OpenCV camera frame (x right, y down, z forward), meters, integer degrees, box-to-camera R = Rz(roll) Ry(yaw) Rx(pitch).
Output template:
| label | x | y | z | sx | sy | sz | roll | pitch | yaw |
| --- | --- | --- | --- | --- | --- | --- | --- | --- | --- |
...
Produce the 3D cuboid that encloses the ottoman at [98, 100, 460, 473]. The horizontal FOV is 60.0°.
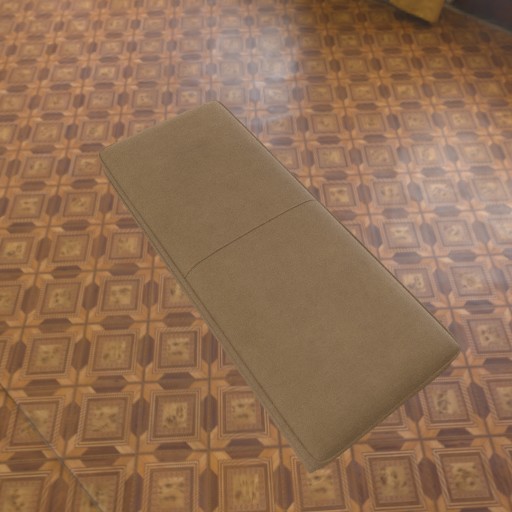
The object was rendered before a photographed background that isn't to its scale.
| label | x | y | z | sx | sy | sz | roll | pitch | yaw |
| --- | --- | --- | --- | --- | --- | --- | --- | --- | --- |
| ottoman | 0.000 | 0.000 | 2.025 | 0.735 | 0.460 | 1.726 | -31 | 63 | -18 |
